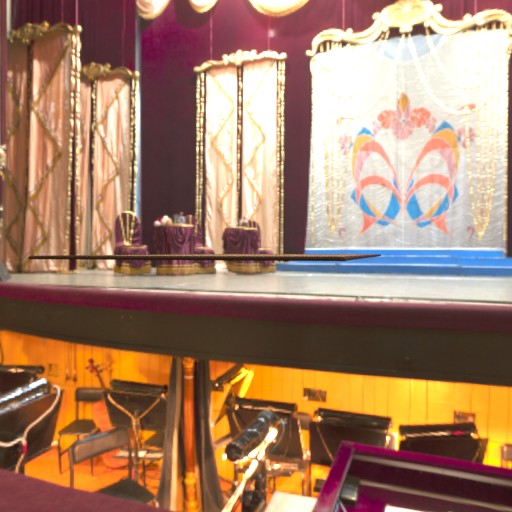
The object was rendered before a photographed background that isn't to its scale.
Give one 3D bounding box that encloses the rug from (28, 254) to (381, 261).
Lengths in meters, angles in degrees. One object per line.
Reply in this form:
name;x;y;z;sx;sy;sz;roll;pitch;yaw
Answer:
rug;0.000;0.000;2.115;1.067;0.013;1.676;0;0;19
